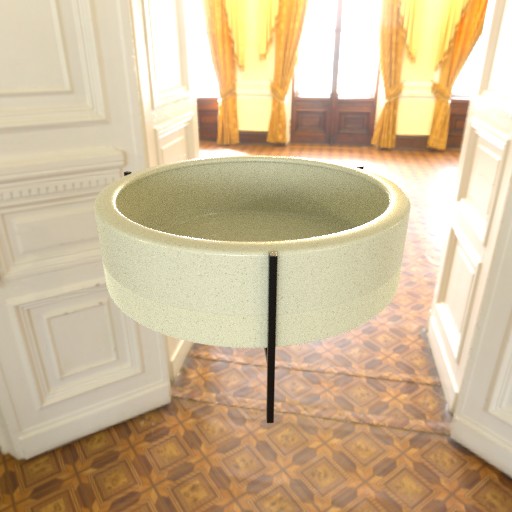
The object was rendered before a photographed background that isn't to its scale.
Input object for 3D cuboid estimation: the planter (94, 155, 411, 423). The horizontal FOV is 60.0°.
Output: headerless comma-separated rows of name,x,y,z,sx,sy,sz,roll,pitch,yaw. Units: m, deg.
planter,0.000,0.000,0.530,0.345,0.171,0.336,-17,30,-32
